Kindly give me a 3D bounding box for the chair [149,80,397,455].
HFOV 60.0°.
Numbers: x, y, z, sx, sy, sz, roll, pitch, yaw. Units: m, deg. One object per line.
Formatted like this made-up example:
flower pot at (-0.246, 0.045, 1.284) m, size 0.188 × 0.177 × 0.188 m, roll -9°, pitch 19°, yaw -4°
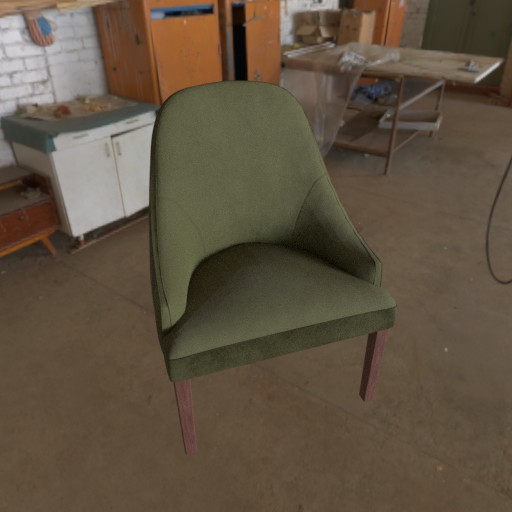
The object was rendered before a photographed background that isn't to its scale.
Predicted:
chair at (0.000, 0.000, 1.314) m, size 0.643 × 0.889 × 0.575 m, roll -10°, pitch 34°, yaw -16°
